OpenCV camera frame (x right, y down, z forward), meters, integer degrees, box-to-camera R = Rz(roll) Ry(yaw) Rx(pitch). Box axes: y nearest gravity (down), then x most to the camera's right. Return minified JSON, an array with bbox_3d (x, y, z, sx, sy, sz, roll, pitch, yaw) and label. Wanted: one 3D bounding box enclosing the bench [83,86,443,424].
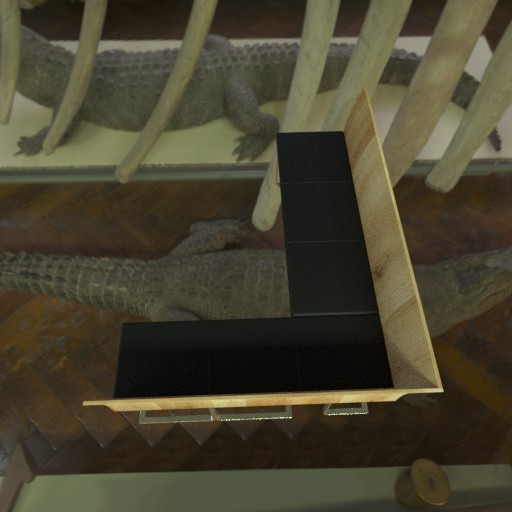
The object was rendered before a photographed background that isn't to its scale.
[{"bbox_3d":[0.000,0.000,2.736,1.495,0.930,1.945,-2,59,-1],"label":"bench"}]
